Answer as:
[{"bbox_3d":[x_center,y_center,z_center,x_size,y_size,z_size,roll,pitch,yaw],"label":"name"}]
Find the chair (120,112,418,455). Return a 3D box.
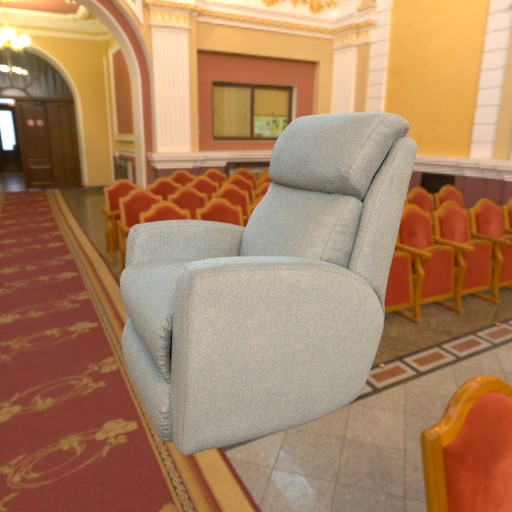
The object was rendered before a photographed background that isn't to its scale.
[{"bbox_3d":[0.000,0.000,1.641,0.940,1.016,0.794,-8,17,-26],"label":"chair"}]
